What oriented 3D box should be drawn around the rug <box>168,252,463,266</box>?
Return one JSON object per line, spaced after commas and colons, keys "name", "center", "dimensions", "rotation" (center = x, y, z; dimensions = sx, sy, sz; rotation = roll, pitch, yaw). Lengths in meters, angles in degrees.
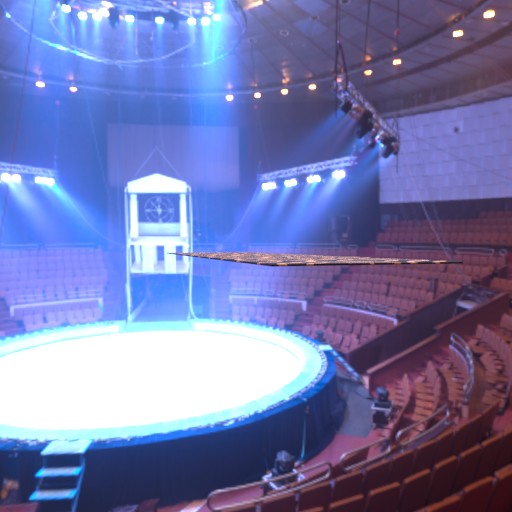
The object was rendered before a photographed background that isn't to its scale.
{"name": "rug", "center": [0.000, 0.000, 2.457], "dimensions": [0.685, 0.006, 2.296], "rotation": [0, 1, -19]}
